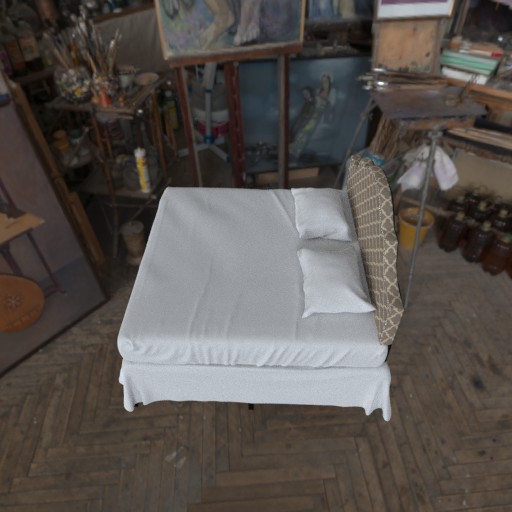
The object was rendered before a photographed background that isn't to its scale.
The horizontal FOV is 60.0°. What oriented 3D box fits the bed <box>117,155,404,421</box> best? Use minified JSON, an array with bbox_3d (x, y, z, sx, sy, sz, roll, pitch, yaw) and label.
[{"bbox_3d":[0.000,0.000,3.863,2.222,1.601,2.314,1,42,1],"label":"bed"}]
